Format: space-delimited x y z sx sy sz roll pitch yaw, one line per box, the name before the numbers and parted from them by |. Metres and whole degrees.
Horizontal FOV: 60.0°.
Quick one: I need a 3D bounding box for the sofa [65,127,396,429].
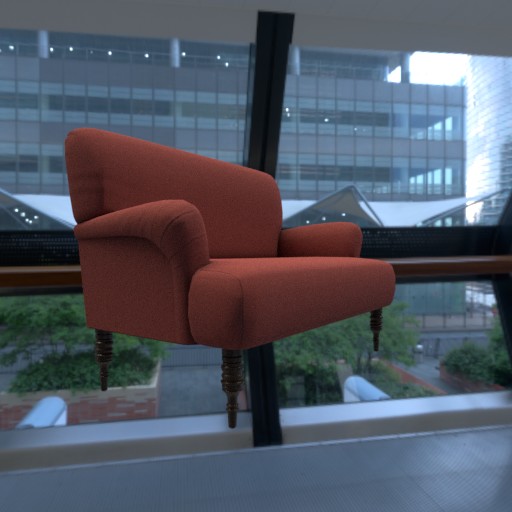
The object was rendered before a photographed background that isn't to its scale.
sofa | 0.000 0.000 1.772 0.779 0.889 1.297 0 1 35
